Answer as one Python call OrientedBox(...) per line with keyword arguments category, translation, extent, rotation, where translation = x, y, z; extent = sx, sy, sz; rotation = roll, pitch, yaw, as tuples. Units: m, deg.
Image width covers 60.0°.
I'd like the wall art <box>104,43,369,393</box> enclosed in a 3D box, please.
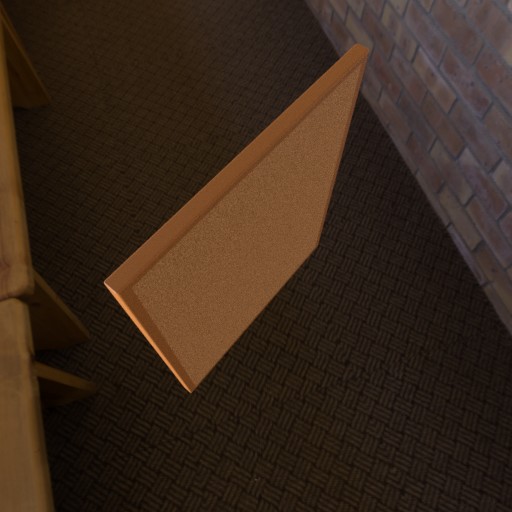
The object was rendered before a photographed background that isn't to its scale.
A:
OrientedBox(category="wall art", translation=(0.000, 0.000, 0.520), extent=(0.015, 0.379, 0.310), rotation=(36, 69, 17))
